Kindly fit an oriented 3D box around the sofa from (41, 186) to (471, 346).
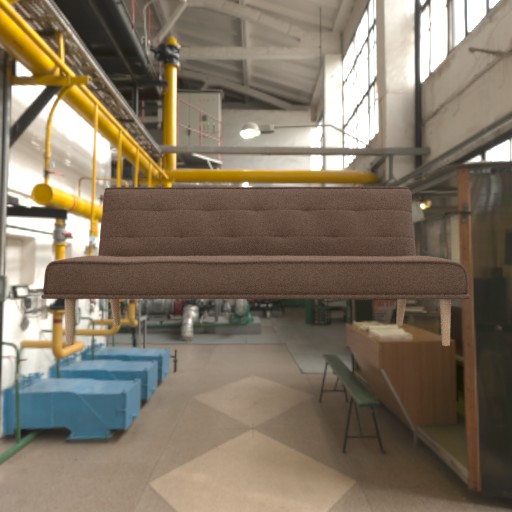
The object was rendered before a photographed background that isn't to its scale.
[{"bbox_3d":[0.000,0.000,2.378,1.820,0.810,1.038,0,-2,1],"label":"sofa"}]
